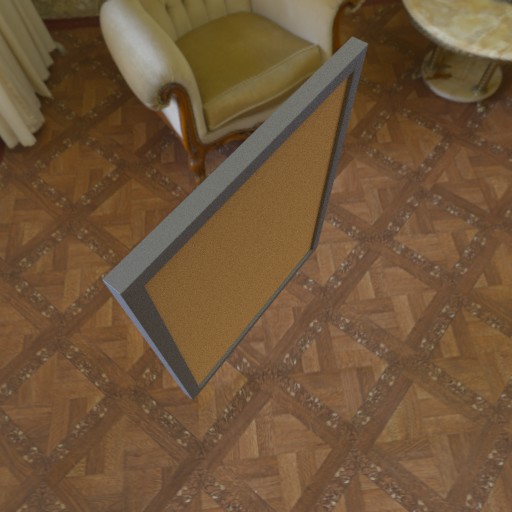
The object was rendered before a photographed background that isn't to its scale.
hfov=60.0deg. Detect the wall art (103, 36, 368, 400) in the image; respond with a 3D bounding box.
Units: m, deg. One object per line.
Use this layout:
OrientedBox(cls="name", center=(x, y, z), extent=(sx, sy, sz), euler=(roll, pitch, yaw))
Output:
OrientedBox(cls="wall art", center=(0.000, 0.000, 0.758), extent=(0.029, 0.558, 0.458), euler=(34, 67, 17))
